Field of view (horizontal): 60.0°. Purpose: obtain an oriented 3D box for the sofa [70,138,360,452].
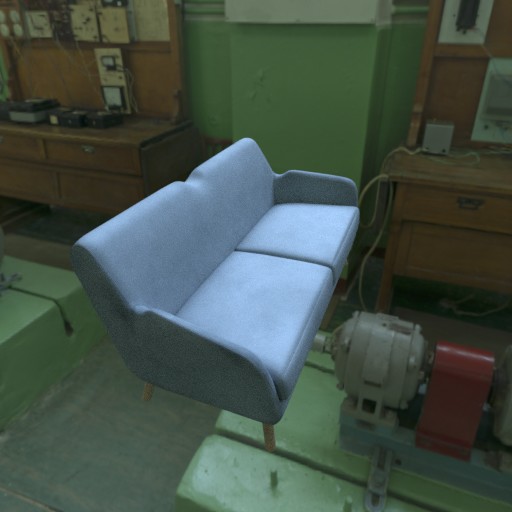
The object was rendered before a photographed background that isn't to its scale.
[{"bbox_3d":[0.000,0.000,2.328,0.850,0.810,1.870,10,30,18],"label":"sofa"}]
